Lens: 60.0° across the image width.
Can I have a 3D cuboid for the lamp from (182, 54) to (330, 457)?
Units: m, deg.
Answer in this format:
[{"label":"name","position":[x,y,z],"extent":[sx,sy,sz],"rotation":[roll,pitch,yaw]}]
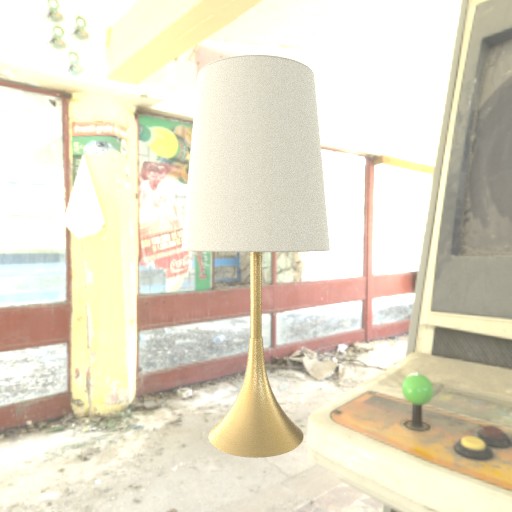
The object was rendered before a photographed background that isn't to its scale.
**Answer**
[{"label":"lamp","position":[0.000,0.000,0.696],"extent":[0.231,0.569,0.231],"rotation":[0,2,0]}]
